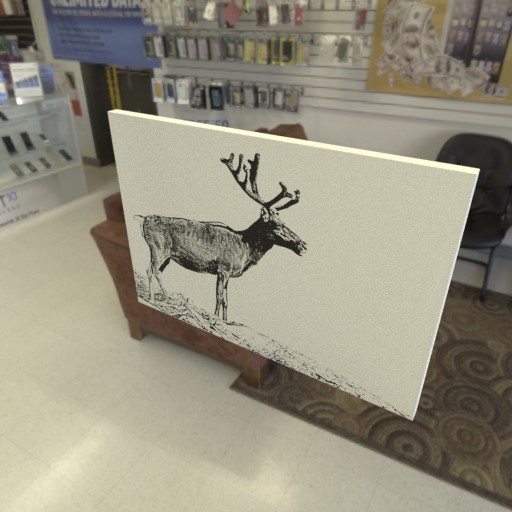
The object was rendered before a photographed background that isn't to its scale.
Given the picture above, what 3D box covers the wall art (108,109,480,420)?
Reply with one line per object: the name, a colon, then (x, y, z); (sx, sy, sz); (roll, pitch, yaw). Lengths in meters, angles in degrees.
wall art: (0.000, 0.000, 1.127); (0.906, 0.617, 0.033); (18, 34, 27)
